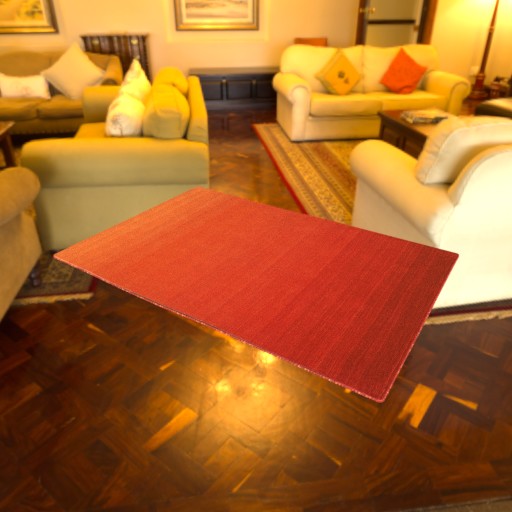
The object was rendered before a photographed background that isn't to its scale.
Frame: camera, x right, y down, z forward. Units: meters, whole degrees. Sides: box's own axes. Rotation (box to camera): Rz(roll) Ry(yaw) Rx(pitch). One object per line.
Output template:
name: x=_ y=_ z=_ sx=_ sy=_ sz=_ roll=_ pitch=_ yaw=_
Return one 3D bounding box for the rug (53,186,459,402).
rug: x=0.000 y=0.000 z=2.392 sx=1.835 sy=0.018 sz=1.230 roll=18 pitch=35 yaw=28
